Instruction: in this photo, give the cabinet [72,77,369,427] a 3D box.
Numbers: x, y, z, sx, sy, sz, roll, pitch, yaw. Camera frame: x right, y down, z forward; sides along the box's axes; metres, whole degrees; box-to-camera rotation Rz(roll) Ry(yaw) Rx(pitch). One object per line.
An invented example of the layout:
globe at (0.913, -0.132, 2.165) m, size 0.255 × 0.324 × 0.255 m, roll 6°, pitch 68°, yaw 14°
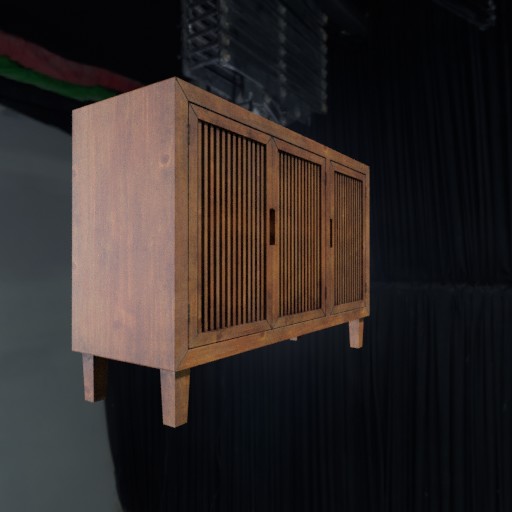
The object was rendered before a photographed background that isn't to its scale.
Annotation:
cabinet at (0.000, 0.000, 1.607) m, size 0.403 × 0.805 × 1.204 m, roll 0°, pitch 0°, yaw 35°
